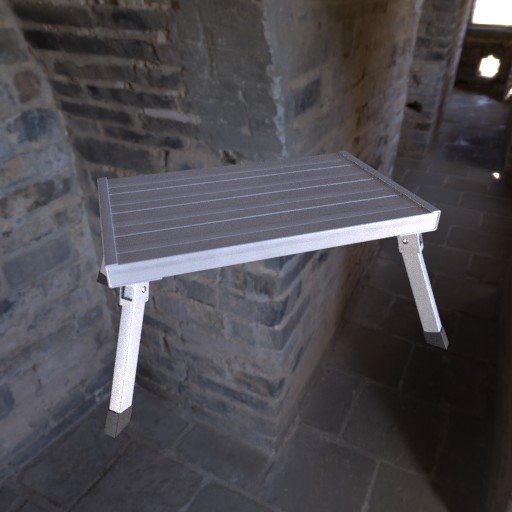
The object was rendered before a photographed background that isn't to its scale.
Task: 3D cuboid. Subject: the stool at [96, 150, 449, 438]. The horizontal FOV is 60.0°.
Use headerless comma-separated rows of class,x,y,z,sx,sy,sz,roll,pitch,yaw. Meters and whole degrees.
stool,0.000,0.000,0.733,0.535,0.225,0.385,-10,33,-16
